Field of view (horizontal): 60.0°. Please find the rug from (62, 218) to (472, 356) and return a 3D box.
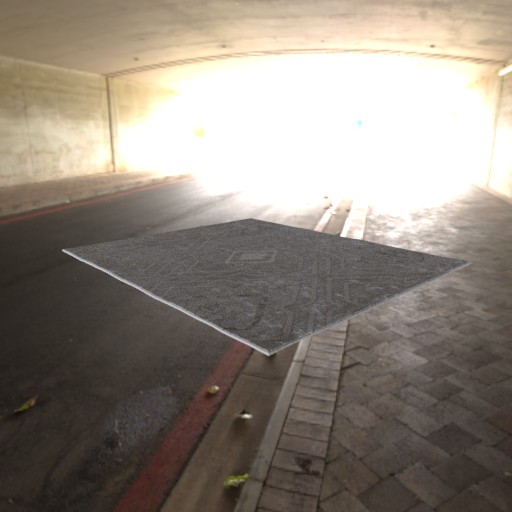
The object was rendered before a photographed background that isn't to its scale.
[{"bbox_3d":[0.000,0.000,0.904,0.548,0.006,0.639,-14,20,-41],"label":"rug"}]
